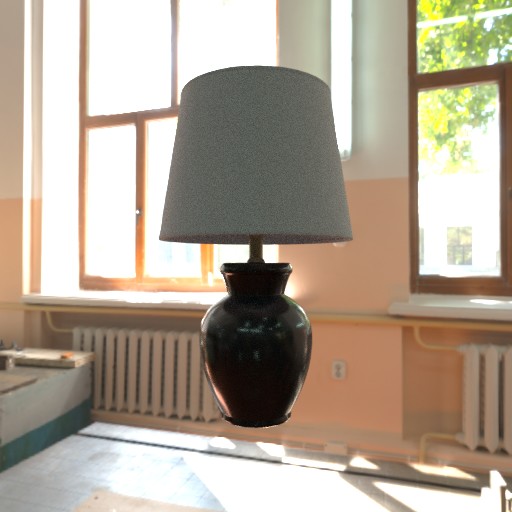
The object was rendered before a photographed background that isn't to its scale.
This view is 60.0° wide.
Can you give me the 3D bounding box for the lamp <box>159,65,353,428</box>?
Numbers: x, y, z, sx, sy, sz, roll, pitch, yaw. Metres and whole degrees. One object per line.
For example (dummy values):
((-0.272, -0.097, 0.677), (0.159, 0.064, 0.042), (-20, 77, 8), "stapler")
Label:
((0.000, 0.000, 0.557), (0.239, 0.399, 0.239), (0, -1, 0), "lamp")
